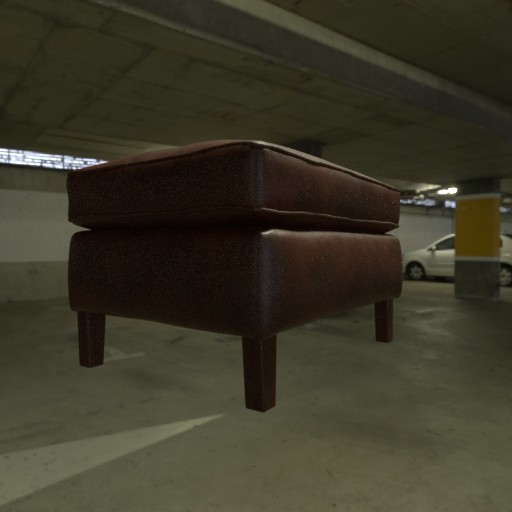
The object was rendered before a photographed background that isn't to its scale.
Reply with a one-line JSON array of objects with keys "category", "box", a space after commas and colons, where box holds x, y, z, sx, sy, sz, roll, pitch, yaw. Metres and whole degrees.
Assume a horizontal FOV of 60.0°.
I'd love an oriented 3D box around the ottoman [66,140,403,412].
[{"category": "ottoman", "box": [0.000, 0.000, 0.994, 0.501, 0.432, 0.665, 1, 2, 35]}]
